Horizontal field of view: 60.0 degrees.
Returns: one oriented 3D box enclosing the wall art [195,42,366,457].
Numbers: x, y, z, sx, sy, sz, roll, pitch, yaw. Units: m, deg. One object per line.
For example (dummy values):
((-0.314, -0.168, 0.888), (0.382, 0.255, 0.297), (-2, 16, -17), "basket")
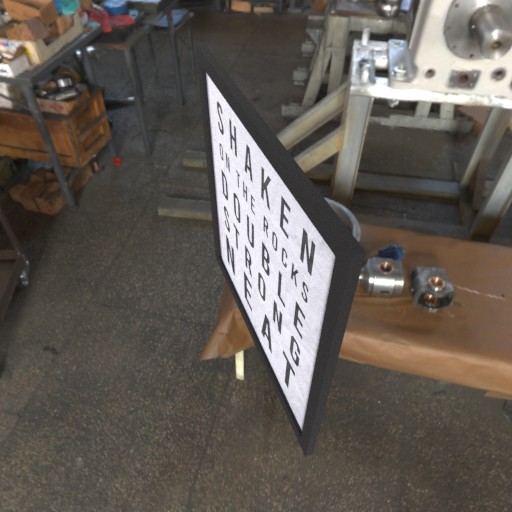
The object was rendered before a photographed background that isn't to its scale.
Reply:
((0.000, 0.000, 0.669), (0.013, 0.458, 0.456), (-16, 49, -14), "wall art")
